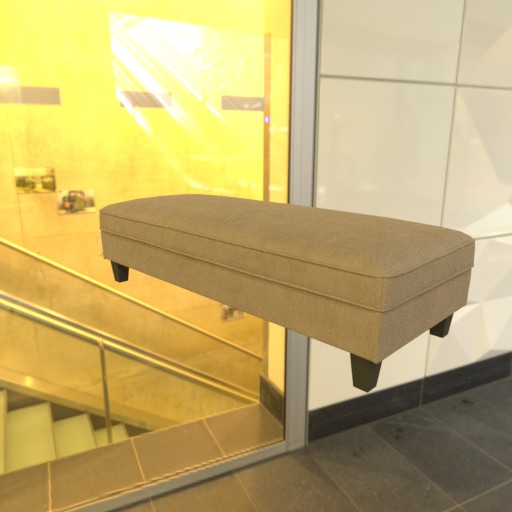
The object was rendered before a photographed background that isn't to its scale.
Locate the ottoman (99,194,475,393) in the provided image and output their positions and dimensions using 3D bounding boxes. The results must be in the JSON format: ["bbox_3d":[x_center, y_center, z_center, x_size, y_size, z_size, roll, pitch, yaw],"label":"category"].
[{"bbox_3d":[0.000,0.000,2.113,0.751,0.470,1.764,-14,20,-43],"label":"ottoman"}]
